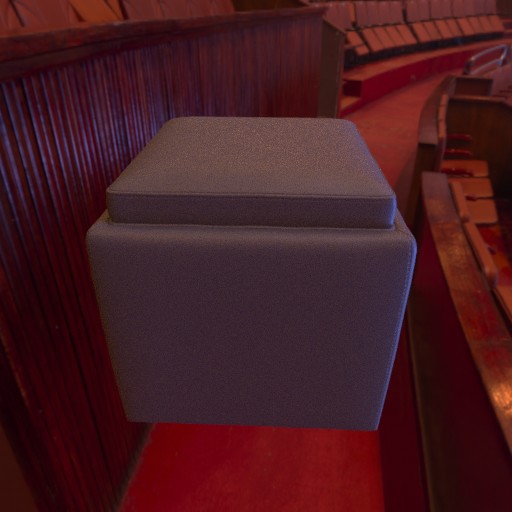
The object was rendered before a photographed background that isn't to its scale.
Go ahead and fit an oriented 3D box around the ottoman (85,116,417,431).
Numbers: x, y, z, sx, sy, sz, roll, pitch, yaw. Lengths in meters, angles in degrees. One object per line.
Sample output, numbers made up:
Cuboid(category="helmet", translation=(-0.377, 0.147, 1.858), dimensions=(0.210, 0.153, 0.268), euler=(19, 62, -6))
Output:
Cuboid(category="ottoman", translation=(0.000, 0.000, 0.838), dimensions=(0.451, 0.460, 0.450), euler=(1, 31, 2))
